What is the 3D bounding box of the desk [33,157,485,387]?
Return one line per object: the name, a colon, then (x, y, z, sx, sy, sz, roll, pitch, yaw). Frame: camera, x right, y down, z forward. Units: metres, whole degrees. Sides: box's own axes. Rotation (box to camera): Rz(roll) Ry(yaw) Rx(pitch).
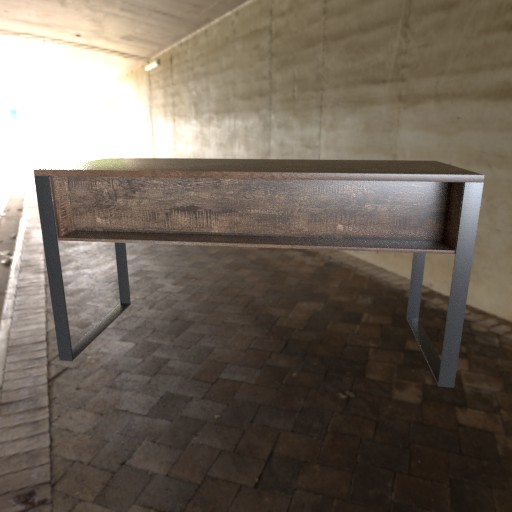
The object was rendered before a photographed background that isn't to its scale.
desk: (0.000, 0.000, 1.877, 1.524, 0.762, 0.599, 2, 17, 7)
